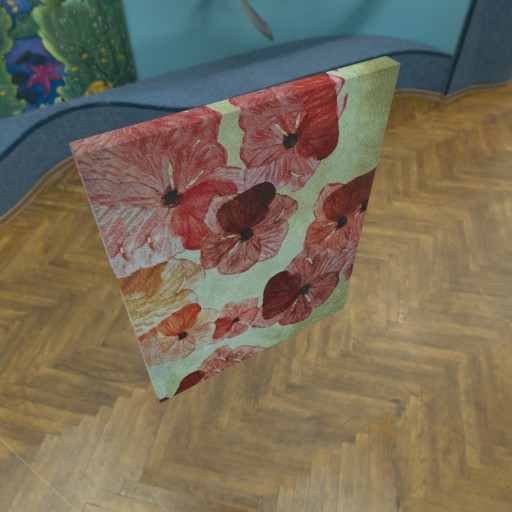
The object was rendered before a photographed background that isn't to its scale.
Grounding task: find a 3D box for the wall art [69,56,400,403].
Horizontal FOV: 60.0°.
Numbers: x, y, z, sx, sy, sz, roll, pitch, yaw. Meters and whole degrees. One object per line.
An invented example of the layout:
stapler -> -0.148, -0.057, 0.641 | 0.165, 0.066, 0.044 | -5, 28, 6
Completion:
wall art -> 0.000, 0.000, 0.676 | 0.406, 0.508, 0.028 | -23, 50, -21
